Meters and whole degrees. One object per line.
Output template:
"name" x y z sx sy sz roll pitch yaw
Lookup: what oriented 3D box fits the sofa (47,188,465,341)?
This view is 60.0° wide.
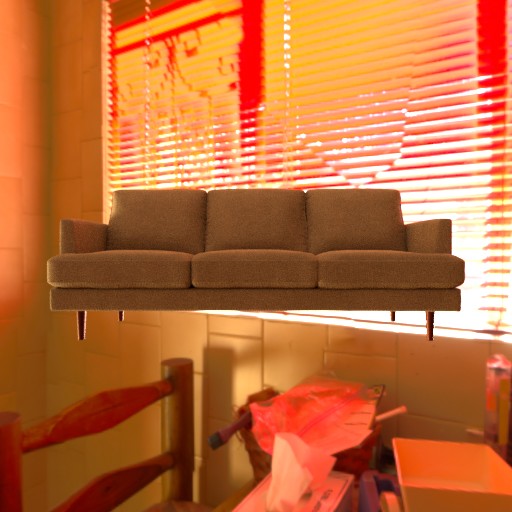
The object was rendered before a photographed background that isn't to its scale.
"sofa" 0.000 0.000 2.787 2.246 0.930 0.903 0 0 1
